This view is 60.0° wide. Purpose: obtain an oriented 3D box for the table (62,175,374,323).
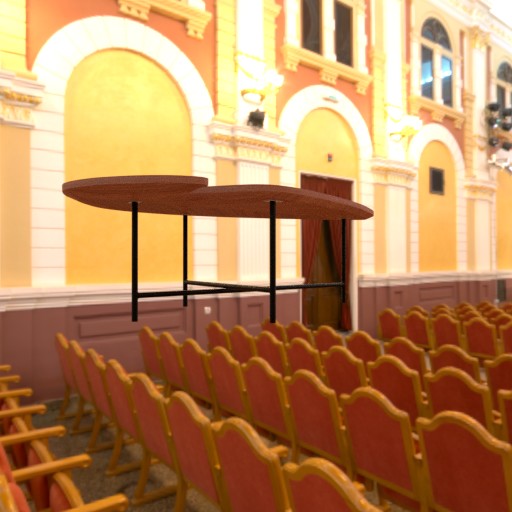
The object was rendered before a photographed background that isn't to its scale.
[{"bbox_3d":[0.000,0.000,1.464,1.199,0.360,0.598,0,0,-37],"label":"table"}]
